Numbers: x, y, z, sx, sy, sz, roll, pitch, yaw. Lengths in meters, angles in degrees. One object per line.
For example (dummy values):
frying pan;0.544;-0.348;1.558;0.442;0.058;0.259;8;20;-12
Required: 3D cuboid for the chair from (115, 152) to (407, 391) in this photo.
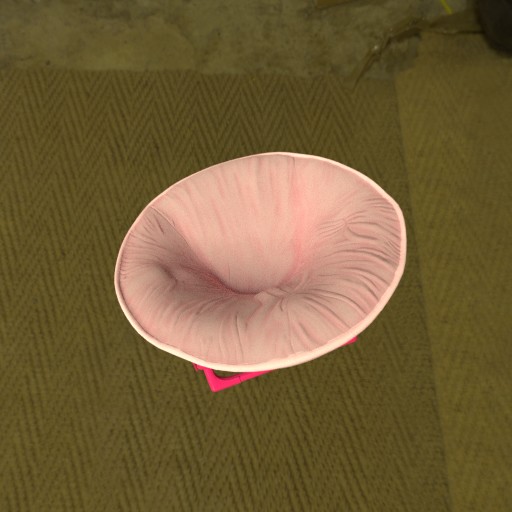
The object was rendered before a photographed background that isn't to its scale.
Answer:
chair;0.000;0.000;0.908;0.522;0.494;0.459;-19;76;-5
